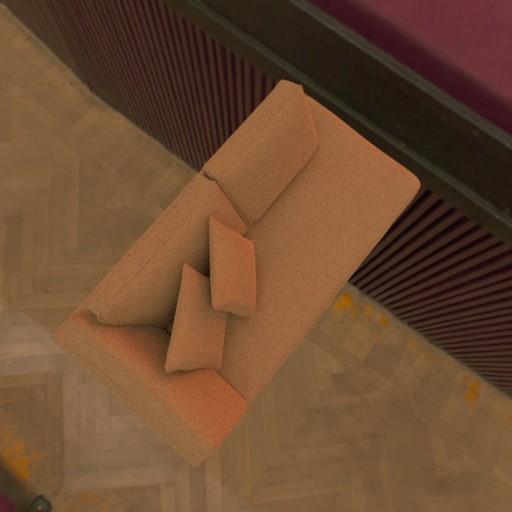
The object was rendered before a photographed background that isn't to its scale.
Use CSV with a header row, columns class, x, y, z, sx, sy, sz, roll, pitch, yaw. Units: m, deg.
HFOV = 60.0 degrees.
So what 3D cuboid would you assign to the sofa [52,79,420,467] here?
class,x,y,z,sx,sy,sz,roll,pitch,yaw
sofa,0.000,0.000,2.820,1.110,1.033,2.237,38,80,8
